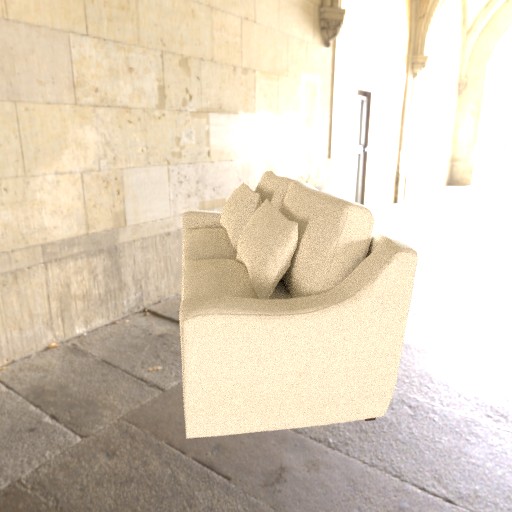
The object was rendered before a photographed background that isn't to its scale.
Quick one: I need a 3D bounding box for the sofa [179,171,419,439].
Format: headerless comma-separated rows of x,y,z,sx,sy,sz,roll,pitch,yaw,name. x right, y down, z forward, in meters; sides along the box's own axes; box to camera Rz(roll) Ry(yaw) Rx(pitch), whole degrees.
0.000,0.000,3.008,1.009,1.022,2.470,-2,16,-8,sofa
